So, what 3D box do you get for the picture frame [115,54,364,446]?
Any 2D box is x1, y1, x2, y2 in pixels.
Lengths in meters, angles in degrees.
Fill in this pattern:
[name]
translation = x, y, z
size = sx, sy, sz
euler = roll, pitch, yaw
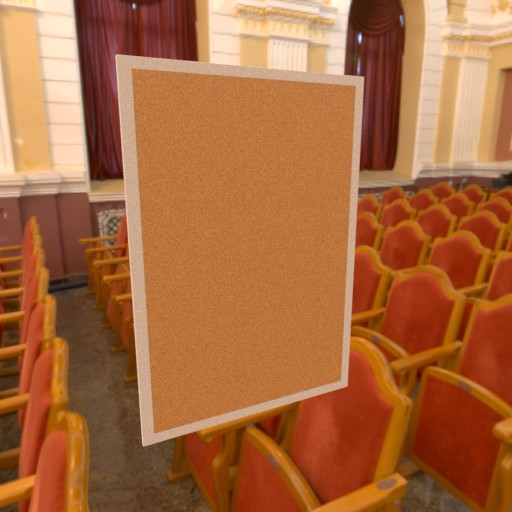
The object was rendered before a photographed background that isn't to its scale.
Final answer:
[picture frame]
translation = 0.000, 0.000, 1.185
size = 0.659, 0.940, 0.013
euler = -7, 15, -26
